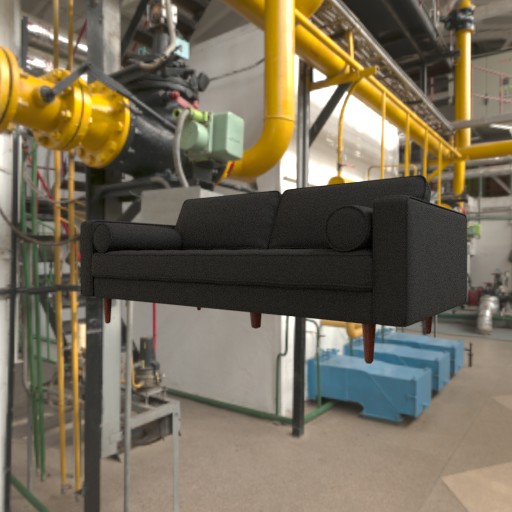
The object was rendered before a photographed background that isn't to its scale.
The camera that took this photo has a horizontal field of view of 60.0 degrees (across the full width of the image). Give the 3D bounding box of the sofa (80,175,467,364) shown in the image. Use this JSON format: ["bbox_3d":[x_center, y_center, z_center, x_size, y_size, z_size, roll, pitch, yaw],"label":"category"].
[{"bbox_3d":[0.000,0.000,2.326,1.875,0.759,0.914,0,0,37],"label":"sofa"}]
